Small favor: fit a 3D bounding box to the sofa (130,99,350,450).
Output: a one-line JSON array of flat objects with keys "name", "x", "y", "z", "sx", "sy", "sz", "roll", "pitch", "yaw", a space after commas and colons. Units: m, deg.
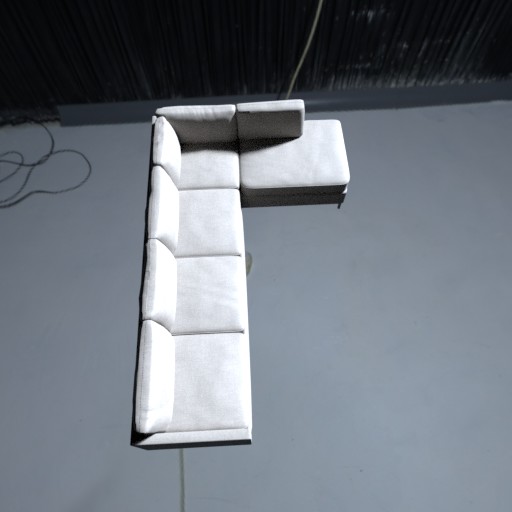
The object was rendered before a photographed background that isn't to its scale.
[{"name": "sofa", "x": 0.000, "y": 0.000, "z": 4.310, "sx": 2.077, "sy": 0.964, "sz": 3.331, "roll": -3, "pitch": 64, "yaw": -1}]
